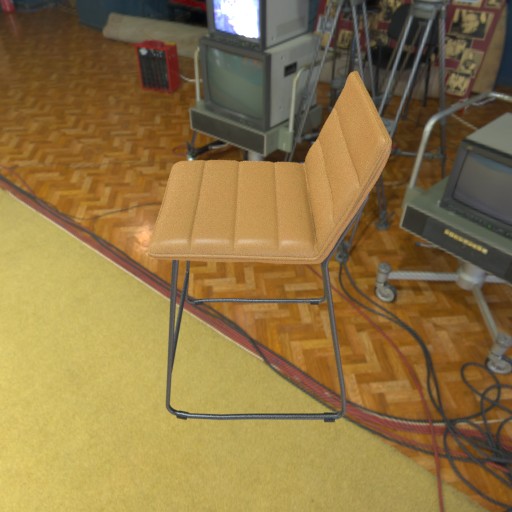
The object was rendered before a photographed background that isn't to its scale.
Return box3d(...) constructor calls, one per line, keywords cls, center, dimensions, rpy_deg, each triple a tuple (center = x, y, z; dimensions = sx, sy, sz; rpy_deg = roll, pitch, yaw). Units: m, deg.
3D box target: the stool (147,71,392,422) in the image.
box3d(cls="stool", center=(0.000, 0.000, 1.201), dimensions=(0.524, 0.866, 0.489), rpy_deg=(0, 41, 0))
